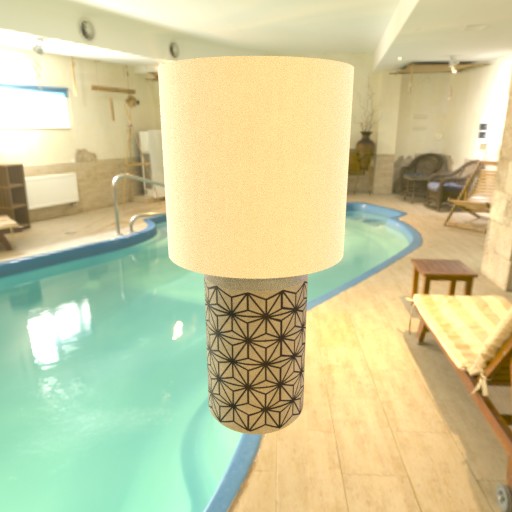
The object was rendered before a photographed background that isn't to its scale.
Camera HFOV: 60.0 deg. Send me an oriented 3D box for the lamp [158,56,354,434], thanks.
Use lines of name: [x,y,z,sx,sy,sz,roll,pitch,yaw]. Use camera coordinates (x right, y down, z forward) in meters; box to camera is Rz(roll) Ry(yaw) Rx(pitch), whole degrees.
lamp: [0.000,0.000,0.535,0.206,0.416,0.206,2,17,8]
